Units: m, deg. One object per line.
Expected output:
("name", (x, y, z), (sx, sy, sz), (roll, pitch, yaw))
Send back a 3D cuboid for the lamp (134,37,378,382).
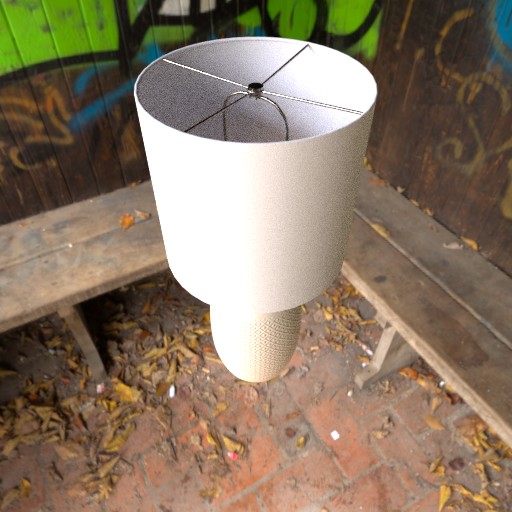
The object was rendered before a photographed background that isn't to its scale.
("lamp", (0.000, 0.000, 0.562), (0.217, 0.453, 0.217), (24, 50, 22))
